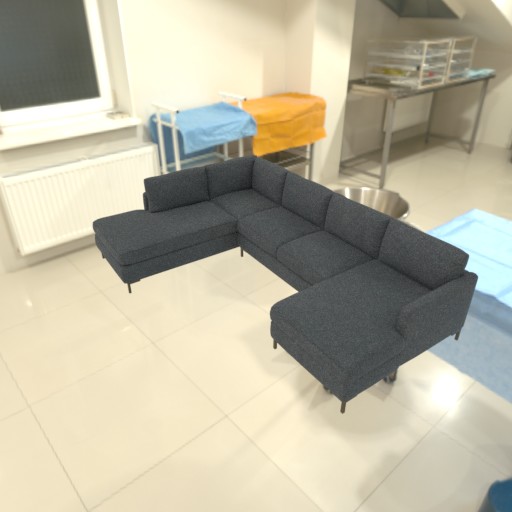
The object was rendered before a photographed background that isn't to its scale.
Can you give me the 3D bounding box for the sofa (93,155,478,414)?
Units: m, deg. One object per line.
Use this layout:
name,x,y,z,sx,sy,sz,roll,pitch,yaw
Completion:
sofa,0.000,0.000,3.882,2.007,0.813,2.956,-20,36,-29
